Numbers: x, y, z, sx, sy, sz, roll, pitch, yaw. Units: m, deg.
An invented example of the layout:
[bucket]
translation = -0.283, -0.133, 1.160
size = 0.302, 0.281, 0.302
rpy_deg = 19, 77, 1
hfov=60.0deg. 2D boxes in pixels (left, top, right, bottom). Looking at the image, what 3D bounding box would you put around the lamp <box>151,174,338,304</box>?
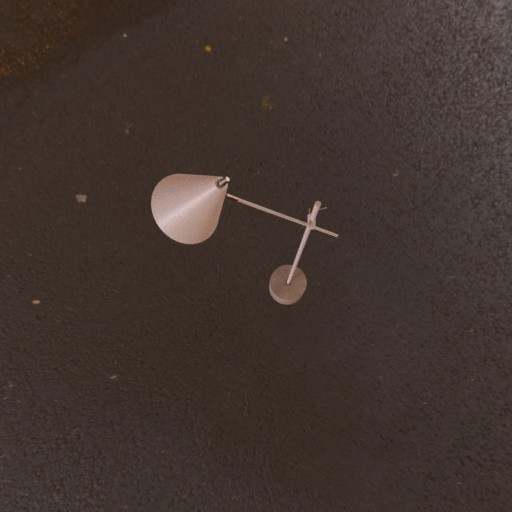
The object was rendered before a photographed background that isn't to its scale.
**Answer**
[lamp]
translation = 0.000, 0.000, 1.647
size = 0.508, 1.430, 0.223
rpy_deg = 2, 76, 1
